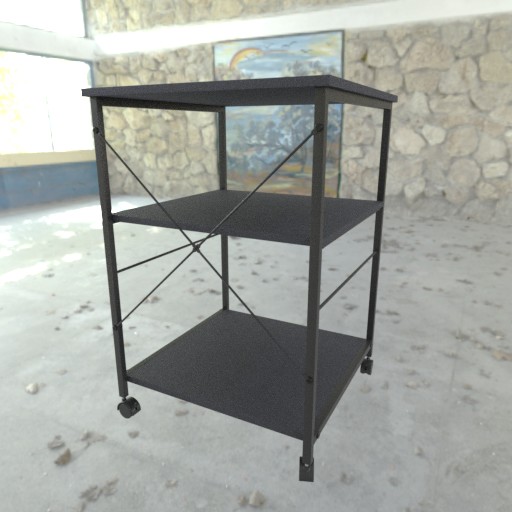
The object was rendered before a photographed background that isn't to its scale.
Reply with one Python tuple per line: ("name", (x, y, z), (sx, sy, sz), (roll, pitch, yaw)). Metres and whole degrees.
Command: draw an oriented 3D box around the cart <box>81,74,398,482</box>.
("cart", (0.000, 0.000, 1.098), (0.521, 0.762, 0.520), (8, 18, 27))
